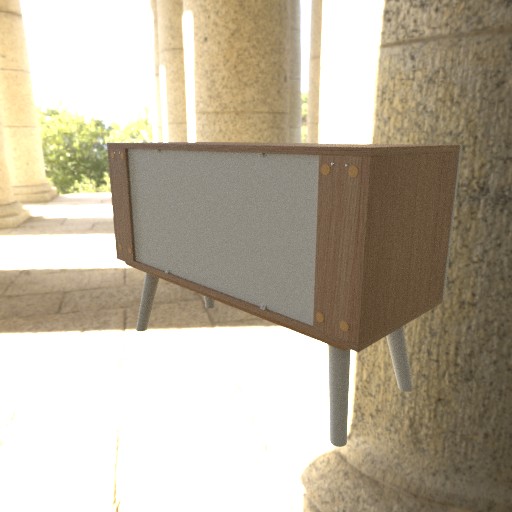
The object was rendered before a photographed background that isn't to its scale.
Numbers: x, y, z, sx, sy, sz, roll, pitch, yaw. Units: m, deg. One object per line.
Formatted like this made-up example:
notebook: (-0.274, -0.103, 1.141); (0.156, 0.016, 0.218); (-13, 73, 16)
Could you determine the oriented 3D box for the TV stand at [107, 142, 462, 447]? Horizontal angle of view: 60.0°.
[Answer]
TV stand: (0.000, 0.000, 1.344); (0.407, 0.660, 0.991); (-14, 21, -43)
